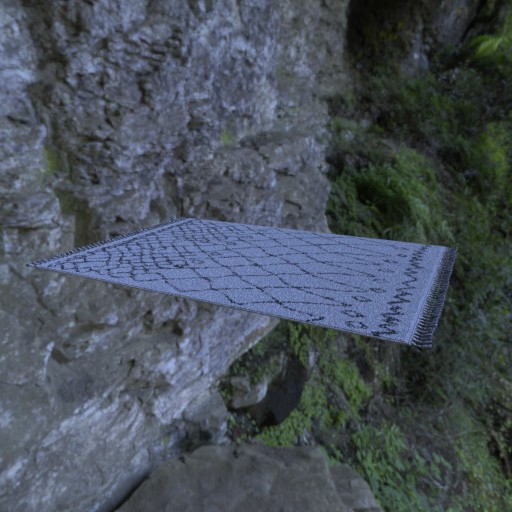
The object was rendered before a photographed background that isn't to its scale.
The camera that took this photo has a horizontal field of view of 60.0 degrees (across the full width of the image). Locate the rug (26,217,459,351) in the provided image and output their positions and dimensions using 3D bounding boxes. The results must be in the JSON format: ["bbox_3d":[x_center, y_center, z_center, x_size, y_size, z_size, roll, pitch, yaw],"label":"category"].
[{"bbox_3d":[0.000,0.000,2.868,2.312,0.017,1.613,8,18,26],"label":"rug"}]
